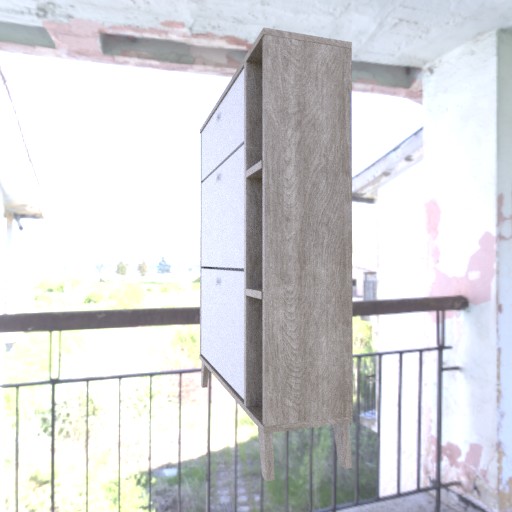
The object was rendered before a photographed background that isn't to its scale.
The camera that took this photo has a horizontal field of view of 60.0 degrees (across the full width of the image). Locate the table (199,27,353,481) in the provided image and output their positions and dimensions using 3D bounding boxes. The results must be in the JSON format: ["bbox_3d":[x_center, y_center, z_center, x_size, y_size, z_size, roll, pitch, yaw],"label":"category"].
[{"bbox_3d":[0.000,0.000,1.572,0.256,1.135,0.902,0,-1,-17],"label":"table"}]
